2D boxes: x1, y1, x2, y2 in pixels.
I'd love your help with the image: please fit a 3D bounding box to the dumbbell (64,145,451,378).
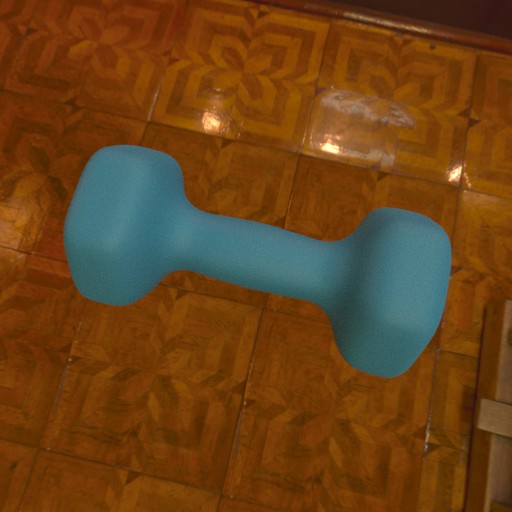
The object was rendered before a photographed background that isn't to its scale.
[{"bbox_3d":[0.000,0.000,0.192,0.152,0.066,0.074,15,76,4],"label":"dumbbell"}]
